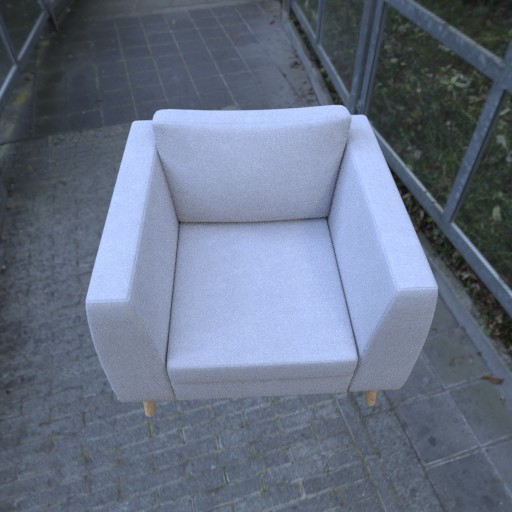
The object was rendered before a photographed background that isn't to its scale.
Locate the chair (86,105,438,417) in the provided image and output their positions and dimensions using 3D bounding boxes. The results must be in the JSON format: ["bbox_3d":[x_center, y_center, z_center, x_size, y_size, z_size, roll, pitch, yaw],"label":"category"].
[{"bbox_3d":[0.000,0.000,1.675,1.000,0.860,0.930,-2,47,-2],"label":"chair"}]
